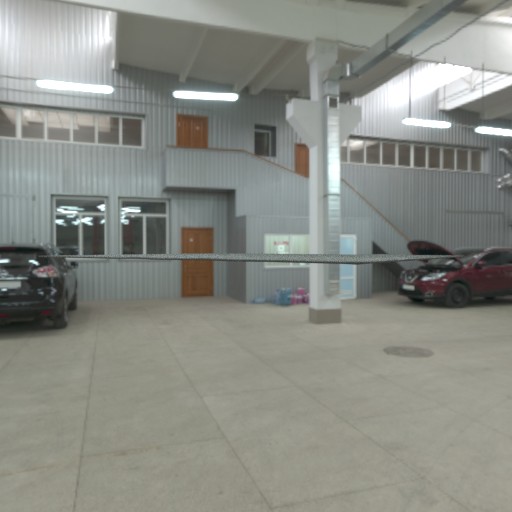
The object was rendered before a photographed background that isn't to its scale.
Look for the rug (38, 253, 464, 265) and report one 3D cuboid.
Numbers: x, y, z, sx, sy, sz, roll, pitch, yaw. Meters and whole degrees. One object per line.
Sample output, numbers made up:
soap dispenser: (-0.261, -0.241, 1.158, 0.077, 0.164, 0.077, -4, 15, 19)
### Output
rug: (0.000, 0.000, 4.059, 3.068, 0.021, 2.456, 1, 1, 36)
